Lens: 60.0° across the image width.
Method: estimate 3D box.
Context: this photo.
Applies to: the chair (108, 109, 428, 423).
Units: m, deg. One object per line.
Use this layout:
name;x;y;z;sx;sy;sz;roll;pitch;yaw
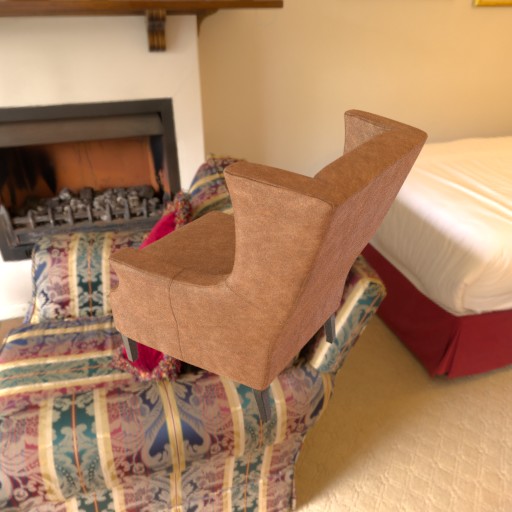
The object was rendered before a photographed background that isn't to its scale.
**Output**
chair;0.000;0.000;1.706;0.926;1.016;0.853;21;38;30
